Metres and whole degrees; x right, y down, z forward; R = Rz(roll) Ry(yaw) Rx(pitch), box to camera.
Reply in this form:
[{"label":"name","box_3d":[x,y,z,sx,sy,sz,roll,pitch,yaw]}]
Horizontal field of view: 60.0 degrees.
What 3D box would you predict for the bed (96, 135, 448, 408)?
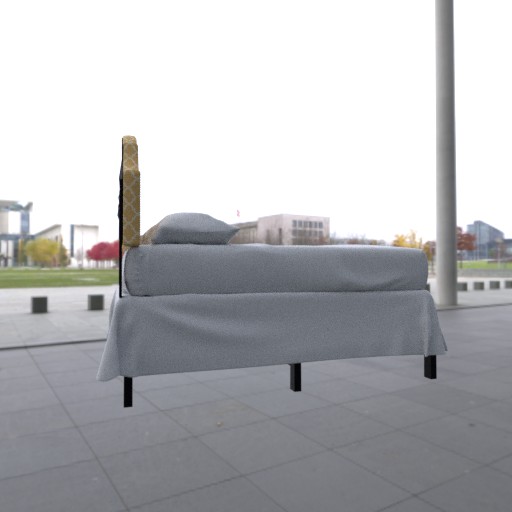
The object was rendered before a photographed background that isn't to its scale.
[{"label":"bed","box_3d":[0.000,0.000,3.392,2.222,1.633,1.780,0,-1,-17]}]
